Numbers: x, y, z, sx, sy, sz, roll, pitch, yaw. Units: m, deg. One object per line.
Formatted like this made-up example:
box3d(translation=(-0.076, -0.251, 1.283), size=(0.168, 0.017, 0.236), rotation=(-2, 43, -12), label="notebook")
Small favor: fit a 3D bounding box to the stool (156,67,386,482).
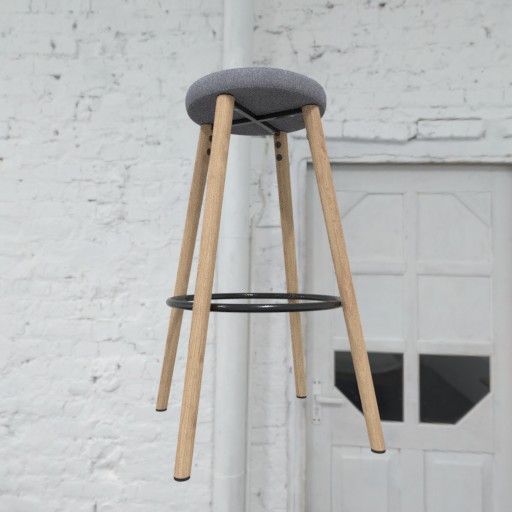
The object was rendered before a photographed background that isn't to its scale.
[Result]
box3d(translation=(0.000, 0.000, 1.004), size=(0.410, 0.770, 0.410), rotation=(1, -2, -17), label="stool")
